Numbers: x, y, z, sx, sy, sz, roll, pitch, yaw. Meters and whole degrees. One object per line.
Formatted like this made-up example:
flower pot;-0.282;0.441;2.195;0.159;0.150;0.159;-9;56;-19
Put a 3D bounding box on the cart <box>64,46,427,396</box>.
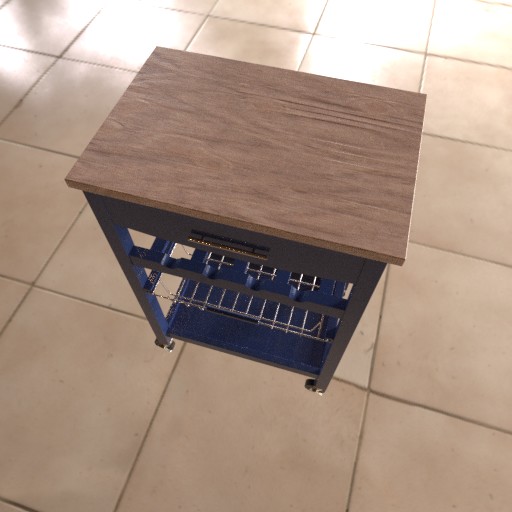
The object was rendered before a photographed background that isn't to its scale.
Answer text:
cart;0.000;0.000;1.165;0.584;0.839;0.403;14;59;9
